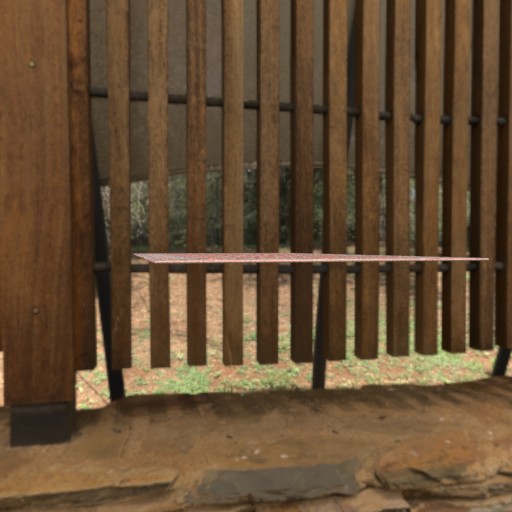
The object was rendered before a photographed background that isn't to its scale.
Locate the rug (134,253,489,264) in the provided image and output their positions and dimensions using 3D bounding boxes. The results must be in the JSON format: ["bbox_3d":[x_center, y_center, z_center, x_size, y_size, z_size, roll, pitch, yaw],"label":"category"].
[{"bbox_3d":[0.000,0.000,3.001,1.533,0.011,2.439,0,1,-17],"label":"rug"}]
